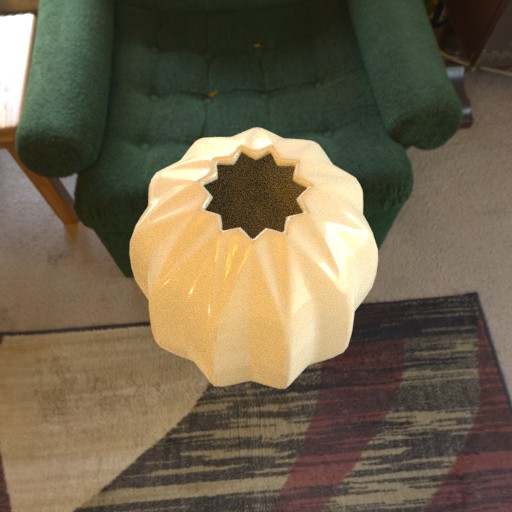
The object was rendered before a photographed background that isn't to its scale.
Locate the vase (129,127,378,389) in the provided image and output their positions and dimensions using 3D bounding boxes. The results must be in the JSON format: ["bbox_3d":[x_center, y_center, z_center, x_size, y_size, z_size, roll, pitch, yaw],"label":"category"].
[{"bbox_3d":[0.000,0.000,0.251,0.139,0.134,0.139,0,64,0],"label":"vase"}]
